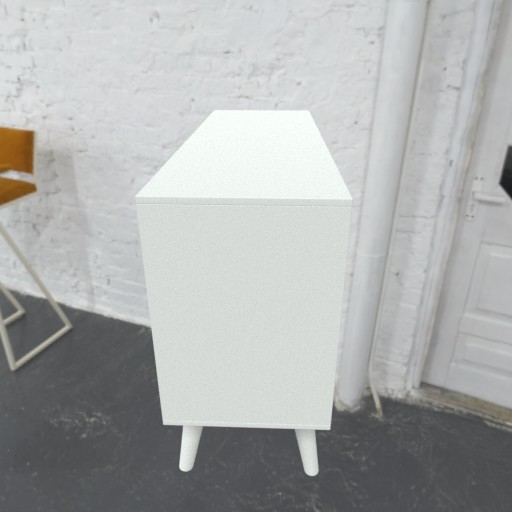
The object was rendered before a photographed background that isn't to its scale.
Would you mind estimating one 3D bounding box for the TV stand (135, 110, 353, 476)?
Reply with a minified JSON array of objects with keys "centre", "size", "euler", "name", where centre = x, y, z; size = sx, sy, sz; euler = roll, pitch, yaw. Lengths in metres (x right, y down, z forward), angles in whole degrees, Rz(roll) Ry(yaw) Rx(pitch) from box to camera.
[{"centre":[0.000,0.000,1.536],"size":[0.406,0.812,1.193],"euler":[1,26,2],"name":"TV stand"}]
